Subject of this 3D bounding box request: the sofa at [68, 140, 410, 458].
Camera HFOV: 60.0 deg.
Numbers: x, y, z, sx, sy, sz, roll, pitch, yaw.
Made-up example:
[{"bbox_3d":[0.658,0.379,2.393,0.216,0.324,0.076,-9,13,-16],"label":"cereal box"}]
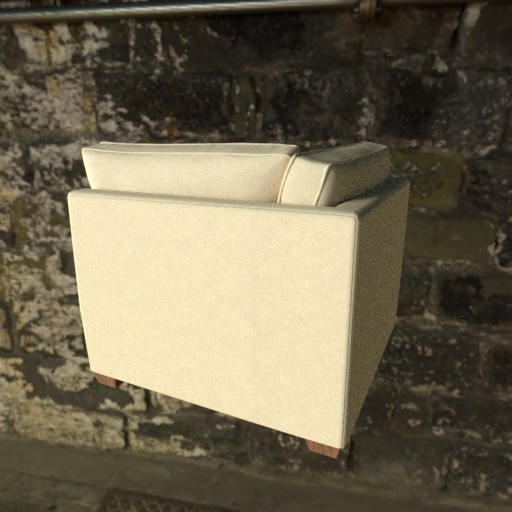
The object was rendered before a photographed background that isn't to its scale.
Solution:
[{"bbox_3d":[0.000,0.000,1.986,1.146,1.002,1.084,8,18,25],"label":"sofa"}]
